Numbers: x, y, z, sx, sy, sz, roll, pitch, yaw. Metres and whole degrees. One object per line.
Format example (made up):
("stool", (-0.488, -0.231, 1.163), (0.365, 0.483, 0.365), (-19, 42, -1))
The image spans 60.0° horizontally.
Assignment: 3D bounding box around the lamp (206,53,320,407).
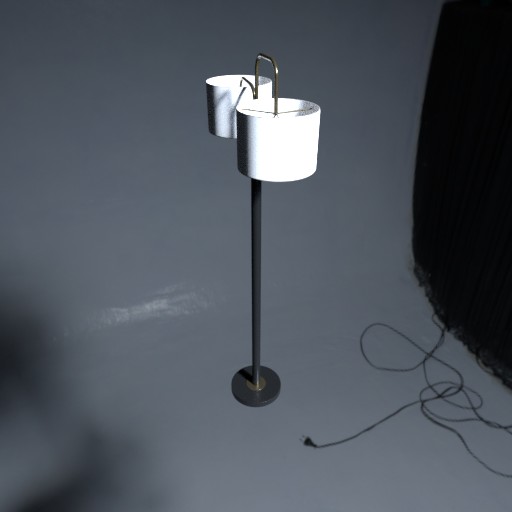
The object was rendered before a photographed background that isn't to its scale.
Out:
("lamp", (0.000, 0.000, 1.871), (0.254, 1.587, 0.711), (-9, 33, -14))
